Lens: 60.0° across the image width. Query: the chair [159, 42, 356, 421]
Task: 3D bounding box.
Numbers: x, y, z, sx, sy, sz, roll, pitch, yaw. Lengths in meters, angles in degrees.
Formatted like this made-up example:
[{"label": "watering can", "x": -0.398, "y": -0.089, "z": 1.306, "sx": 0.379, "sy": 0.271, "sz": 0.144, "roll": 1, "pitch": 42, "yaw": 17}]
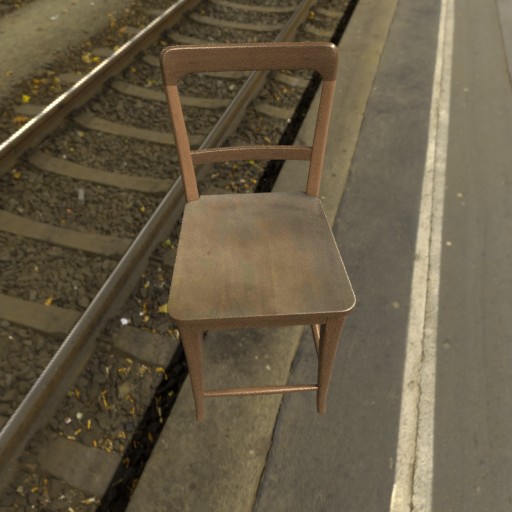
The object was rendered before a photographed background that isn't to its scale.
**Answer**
[{"label": "chair", "x": 0.000, "y": 0.000, "z": 1.275, "sx": 0.450, "sy": 0.991, "sz": 0.546, "roll": -3, "pitch": 48, "yaw": -2}]
